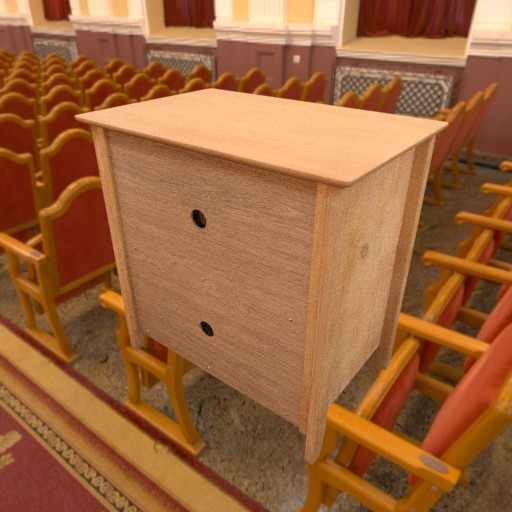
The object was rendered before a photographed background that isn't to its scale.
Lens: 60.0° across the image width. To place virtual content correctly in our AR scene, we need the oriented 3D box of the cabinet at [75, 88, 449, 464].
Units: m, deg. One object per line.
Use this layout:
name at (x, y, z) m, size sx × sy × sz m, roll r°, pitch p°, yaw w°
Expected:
cabinet at (0.000, 0.000, 1.257) m, size 0.763 × 0.762 × 0.503 m, roll 21°, pitch 36°, yaw 32°
